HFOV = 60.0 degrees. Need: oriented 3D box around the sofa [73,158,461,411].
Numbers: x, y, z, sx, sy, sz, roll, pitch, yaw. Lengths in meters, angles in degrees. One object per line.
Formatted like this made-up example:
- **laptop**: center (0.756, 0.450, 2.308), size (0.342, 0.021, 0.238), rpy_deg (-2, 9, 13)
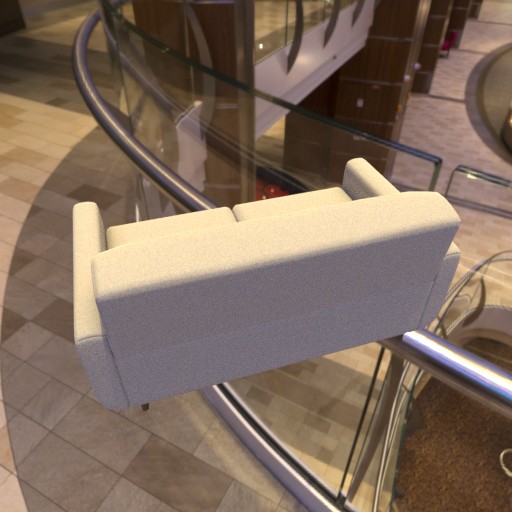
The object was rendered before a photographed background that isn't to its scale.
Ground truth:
- **sofa**: center (0.000, 0.000, 2.188), size (1.655, 0.892, 0.980), rpy_deg (-12, 41, -13)
